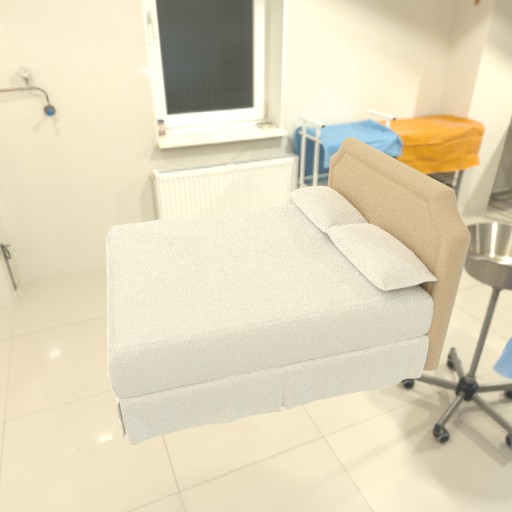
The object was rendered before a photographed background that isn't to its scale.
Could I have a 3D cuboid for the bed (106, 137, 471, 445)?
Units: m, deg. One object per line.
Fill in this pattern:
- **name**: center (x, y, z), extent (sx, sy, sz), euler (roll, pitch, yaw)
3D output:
- **bed**: center (0.000, 0.000, 3.856), extent (2.548, 1.524, 2.134), euler (-8, 30, -14)
